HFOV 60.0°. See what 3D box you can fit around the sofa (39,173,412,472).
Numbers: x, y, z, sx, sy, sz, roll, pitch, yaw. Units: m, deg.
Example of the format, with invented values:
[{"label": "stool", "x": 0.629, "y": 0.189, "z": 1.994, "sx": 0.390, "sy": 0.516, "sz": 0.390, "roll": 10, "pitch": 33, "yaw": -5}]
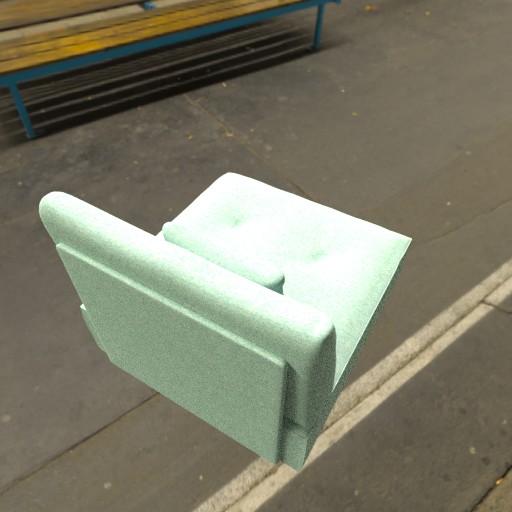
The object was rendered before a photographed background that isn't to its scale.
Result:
[{"label": "sofa", "x": 0.000, "y": 0.000, "z": 1.653, "sx": 0.930, "sy": 0.820, "sz": 1.000, "roll": 24, "pitch": 51, "yaw": 21}]
